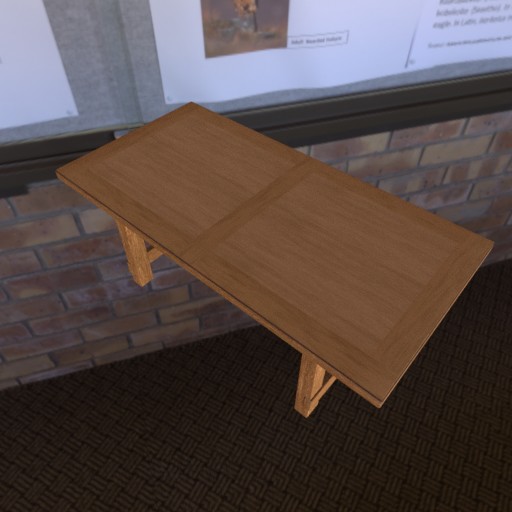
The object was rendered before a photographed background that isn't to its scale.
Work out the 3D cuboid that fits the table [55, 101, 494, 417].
[{"bbox_3d":[0.000,0.000,2.455,1.982,0.762,1.000,32,55,27],"label":"table"}]
